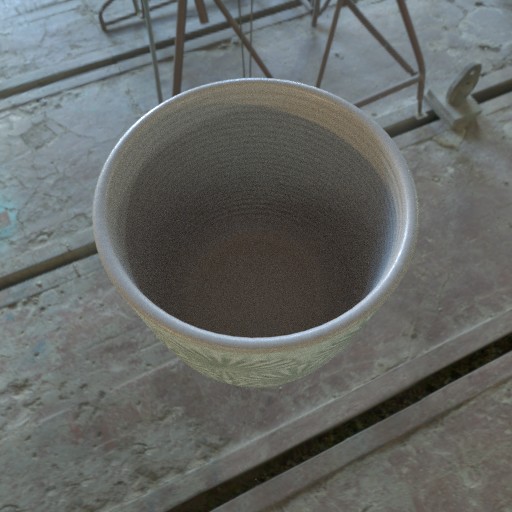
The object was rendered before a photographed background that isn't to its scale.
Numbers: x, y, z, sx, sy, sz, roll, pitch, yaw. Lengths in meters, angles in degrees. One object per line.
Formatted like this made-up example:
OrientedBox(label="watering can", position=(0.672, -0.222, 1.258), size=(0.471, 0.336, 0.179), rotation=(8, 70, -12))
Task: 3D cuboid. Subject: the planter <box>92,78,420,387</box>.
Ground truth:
OrientedBox(label="planter", position=(0.000, 0.000, 0.217), size=(0.124, 0.109, 0.124), rotation=(0, 63, 0))
